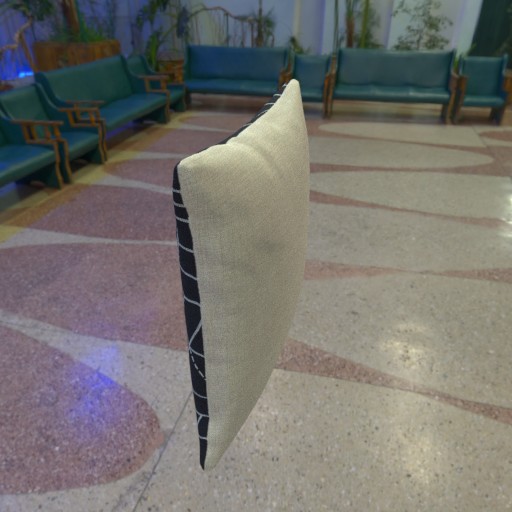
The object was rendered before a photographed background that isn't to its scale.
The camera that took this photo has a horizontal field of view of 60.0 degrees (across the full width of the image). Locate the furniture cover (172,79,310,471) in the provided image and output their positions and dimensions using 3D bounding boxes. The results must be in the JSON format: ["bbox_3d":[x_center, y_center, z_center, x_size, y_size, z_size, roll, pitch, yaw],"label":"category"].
[{"bbox_3d":[0.000,0.000,0.778,0.158,0.508,0.517,9,32,14],"label":"furniture cover"}]
